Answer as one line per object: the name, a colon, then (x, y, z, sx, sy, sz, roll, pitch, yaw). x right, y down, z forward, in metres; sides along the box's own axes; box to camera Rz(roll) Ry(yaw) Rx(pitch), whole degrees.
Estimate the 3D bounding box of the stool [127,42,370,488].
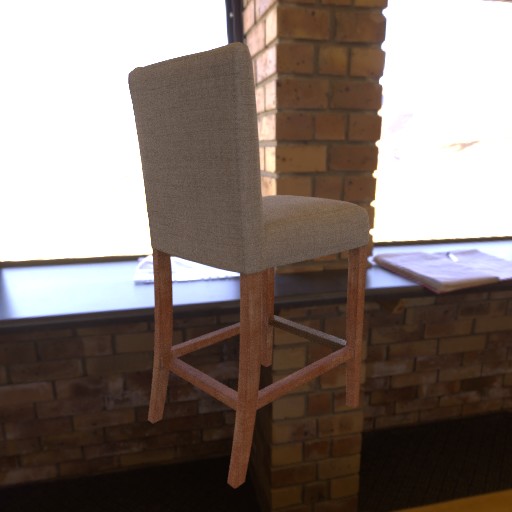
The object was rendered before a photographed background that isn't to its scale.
stool: (0.000, 0.000, 1.319, 0.567, 1.039, 0.454, -13, 19, -43)
